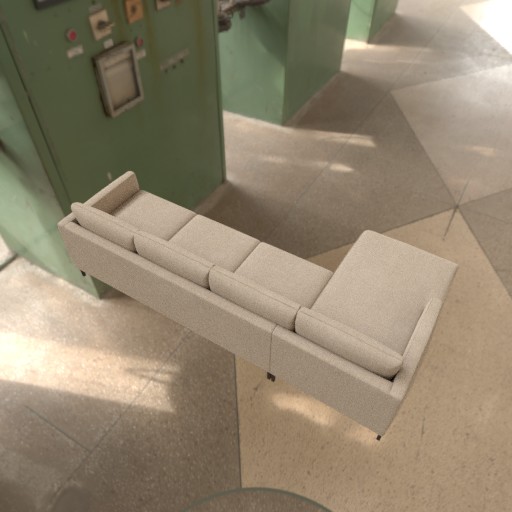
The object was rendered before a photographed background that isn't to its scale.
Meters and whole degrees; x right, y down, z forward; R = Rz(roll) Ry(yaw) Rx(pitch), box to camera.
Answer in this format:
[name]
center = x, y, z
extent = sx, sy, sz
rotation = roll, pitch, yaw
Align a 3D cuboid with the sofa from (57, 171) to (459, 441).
[sofa]
center = 0.000, 0.000, 3.627
extent = 2.923, 0.816, 1.469
rotation = 24, 51, 21
